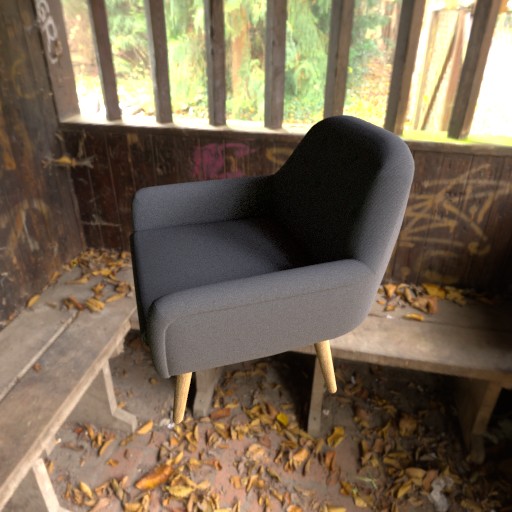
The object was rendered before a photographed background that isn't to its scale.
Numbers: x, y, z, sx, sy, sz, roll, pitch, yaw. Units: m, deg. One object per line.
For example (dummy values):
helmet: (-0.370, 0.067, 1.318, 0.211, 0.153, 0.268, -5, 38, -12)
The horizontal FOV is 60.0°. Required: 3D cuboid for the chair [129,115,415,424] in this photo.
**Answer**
chair: (0.000, 0.000, 1.441, 0.779, 0.800, 0.770, -8, 31, -14)
